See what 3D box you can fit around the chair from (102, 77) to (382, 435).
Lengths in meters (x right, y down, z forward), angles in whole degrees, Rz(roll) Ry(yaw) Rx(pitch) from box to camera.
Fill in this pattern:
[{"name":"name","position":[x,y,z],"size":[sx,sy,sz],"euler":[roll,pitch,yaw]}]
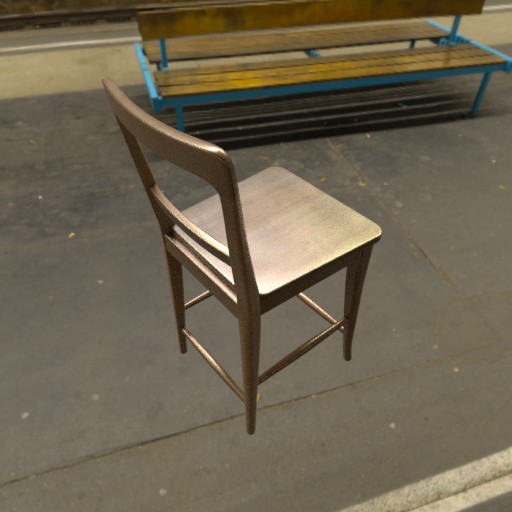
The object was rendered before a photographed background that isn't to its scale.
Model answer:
[{"name":"chair","position":[0.000,0.000,1.244],"size":[0.546,0.991,0.450],"euler":[-29,49,-28]}]
